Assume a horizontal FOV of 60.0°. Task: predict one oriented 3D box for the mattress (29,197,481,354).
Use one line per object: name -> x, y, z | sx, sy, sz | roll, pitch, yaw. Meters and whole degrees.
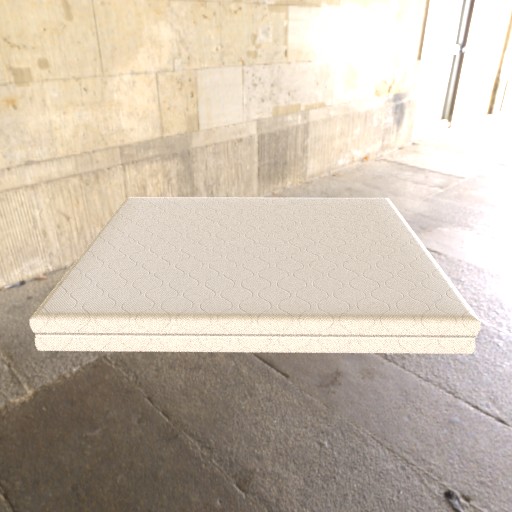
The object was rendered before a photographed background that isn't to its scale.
mattress -> 0.000, 0.000, 2.695 | 2.000, 0.200, 1.600 | 0, 27, 1
